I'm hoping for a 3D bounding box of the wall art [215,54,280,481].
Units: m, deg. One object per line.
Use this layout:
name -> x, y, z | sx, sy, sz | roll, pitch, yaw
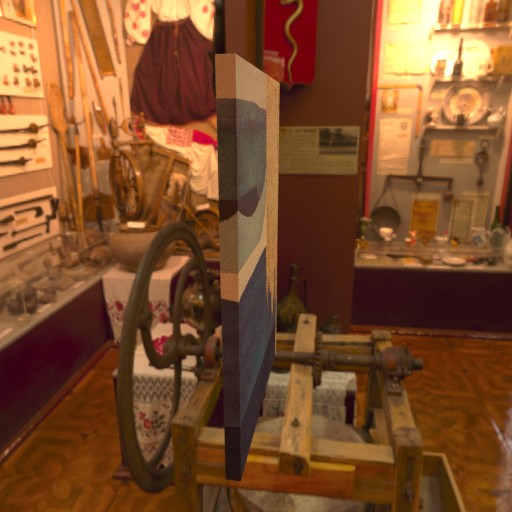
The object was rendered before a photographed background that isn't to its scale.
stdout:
wall art -> 0.000, 0.000, 1.186 | 0.039, 0.911, 0.607 | 3, 17, 9
